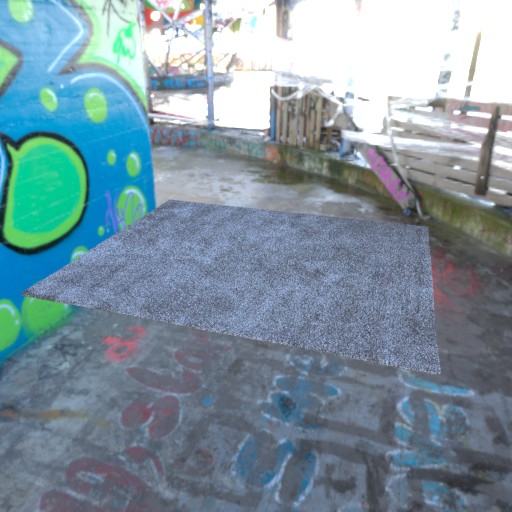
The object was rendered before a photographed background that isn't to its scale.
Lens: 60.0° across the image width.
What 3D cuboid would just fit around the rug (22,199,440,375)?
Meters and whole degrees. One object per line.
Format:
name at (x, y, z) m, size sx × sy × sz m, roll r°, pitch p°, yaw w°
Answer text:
rug at (0.000, 0.000, 4.003) m, size 3.000 × 0.025 × 2.401 m, roll 8°, pitch 26°, yaw 16°
